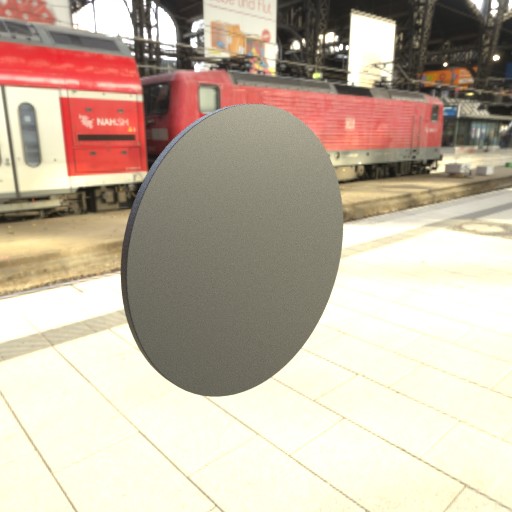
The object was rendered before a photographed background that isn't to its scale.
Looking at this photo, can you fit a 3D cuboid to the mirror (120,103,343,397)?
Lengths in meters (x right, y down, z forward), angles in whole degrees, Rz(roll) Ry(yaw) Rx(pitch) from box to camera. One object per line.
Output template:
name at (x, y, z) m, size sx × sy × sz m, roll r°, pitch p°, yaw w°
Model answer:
mirror at (0.000, 0.000, 1.656) m, size 1.077 × 1.077 × 0.036 m, roll -15°, pitch 21°, yaw -42°
